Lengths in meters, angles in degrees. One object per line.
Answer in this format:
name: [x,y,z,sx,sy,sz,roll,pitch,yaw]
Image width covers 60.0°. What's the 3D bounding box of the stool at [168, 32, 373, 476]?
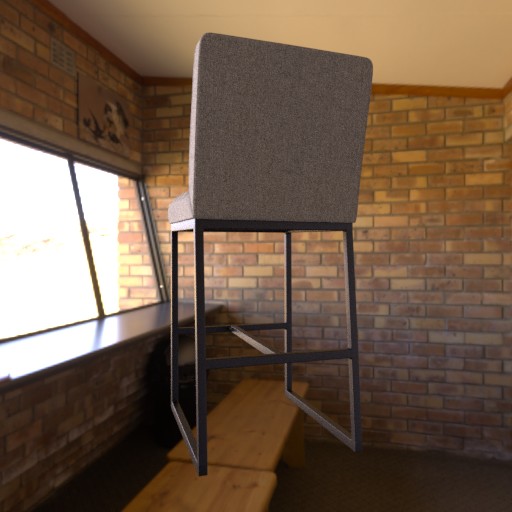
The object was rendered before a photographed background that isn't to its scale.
stool: [0.000,0.000,1.329,0.459,1.034,0.571,0,0,-18]
